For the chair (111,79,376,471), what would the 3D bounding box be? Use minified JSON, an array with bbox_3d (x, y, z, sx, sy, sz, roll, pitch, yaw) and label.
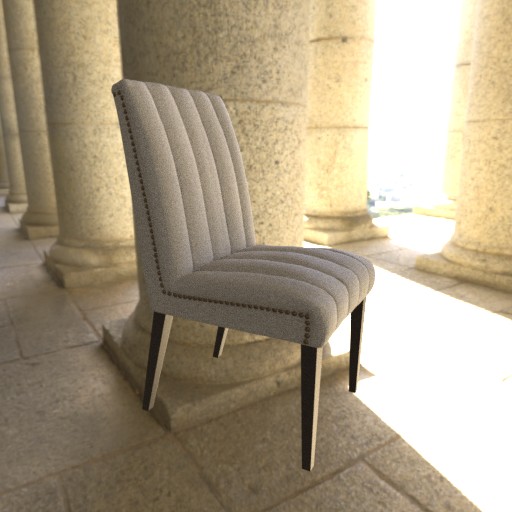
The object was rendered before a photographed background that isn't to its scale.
[{"bbox_3d":[0.000,0.000,1.373,0.647,1.016,0.511,8,16,27],"label":"chair"}]
